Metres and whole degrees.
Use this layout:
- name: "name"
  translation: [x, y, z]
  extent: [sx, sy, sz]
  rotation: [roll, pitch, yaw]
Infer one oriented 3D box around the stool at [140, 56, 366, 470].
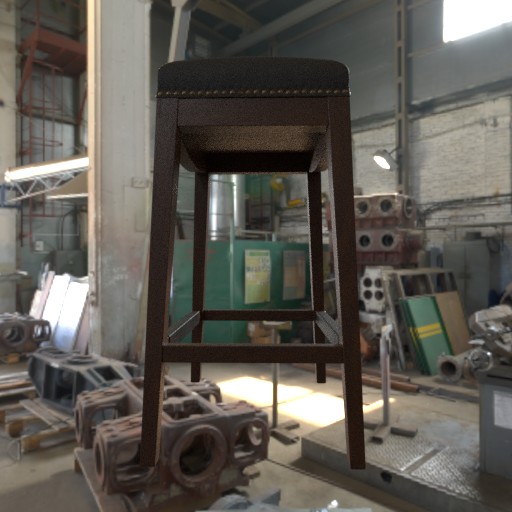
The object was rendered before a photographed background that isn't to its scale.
- name: "stool"
  translation: [0.000, 0.000, 0.936]
  extent: [0.353, 0.664, 0.490]
  rotation: [0, 0, 1]
